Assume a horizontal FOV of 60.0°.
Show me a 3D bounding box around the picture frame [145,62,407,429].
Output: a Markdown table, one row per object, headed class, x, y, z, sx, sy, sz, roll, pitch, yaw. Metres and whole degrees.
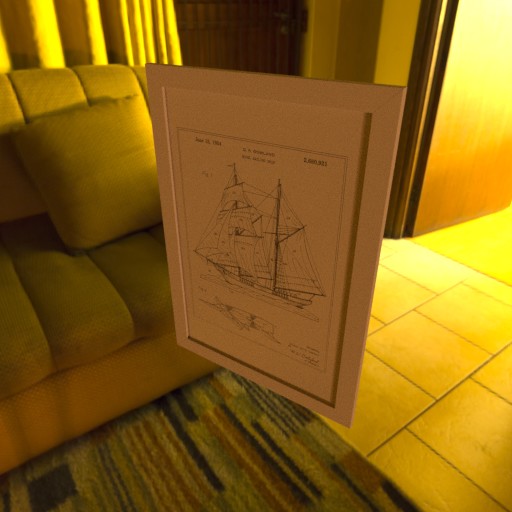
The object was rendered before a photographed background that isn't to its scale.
| class | x | y | z | sx | sy | sz | roll | pitch | yaw |
| --- | --- | --- | --- | --- | --- | --- | --- | --- | --- |
| picture frame | 0.000 | 0.000 | 0.596 | 0.326 | 0.459 | 0.011 | 18 | 35 | 28 |
